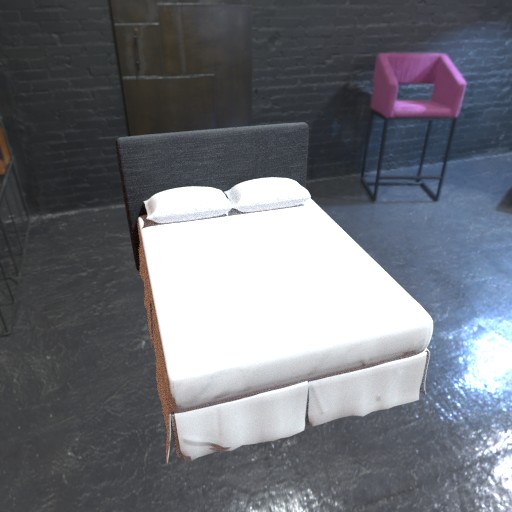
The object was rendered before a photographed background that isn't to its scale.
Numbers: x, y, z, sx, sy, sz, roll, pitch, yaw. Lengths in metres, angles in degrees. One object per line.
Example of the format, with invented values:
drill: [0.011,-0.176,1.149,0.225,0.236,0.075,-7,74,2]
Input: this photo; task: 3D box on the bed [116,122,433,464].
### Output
bed: [0.000,0.000,3.235,1.723,1.330,2.142,-9,32,-15]
